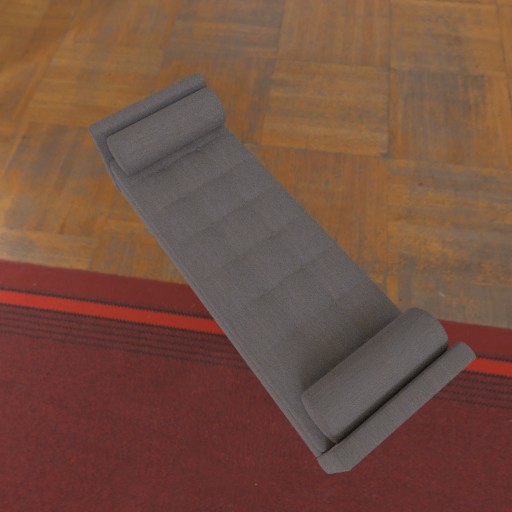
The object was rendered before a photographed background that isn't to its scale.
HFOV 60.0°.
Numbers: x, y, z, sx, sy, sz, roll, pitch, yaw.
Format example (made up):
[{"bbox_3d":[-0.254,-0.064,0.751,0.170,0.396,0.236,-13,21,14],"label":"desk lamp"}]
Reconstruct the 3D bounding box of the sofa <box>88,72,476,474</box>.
[{"bbox_3d":[0.000,0.000,2.254,0.686,0.635,1.981,-34,68,-16],"label":"sofa"}]
